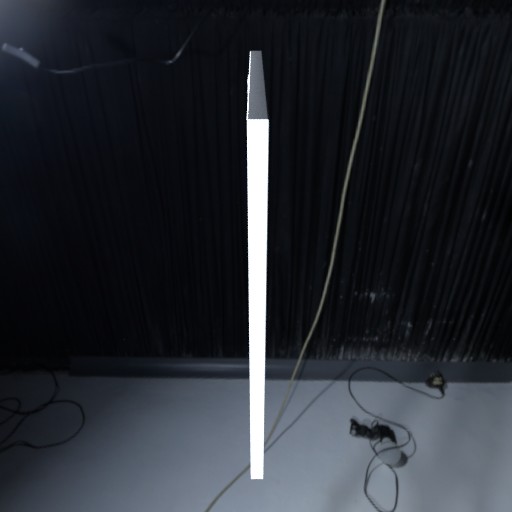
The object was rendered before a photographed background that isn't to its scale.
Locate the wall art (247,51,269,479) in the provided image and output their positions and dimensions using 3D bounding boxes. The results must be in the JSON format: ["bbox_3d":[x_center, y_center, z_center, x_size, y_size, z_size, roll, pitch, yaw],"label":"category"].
[{"bbox_3d":[0.000,0.000,1.372,0.042,1.056,0.805,0,32,0],"label":"wall art"}]
